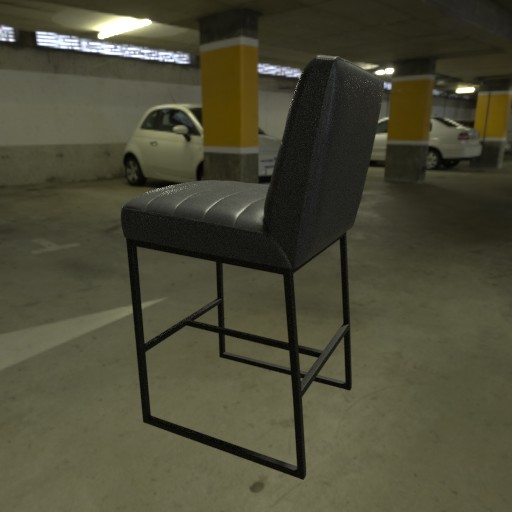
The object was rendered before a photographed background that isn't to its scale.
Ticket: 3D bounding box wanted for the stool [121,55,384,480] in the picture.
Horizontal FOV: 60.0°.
[{"bbox_3d":[0.000,0.000,1.214,0.552,0.938,0.457,8,18,25],"label":"stool"}]
